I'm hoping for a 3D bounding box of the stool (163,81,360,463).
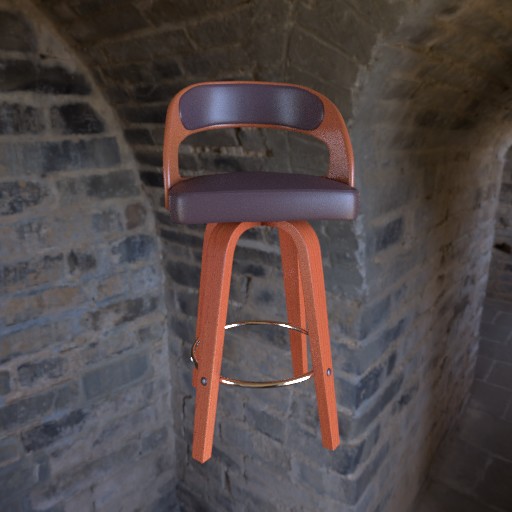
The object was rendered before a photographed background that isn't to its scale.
[{"bbox_3d":[0.000,0.000,1.202,0.457,0.940,0.457,-2,15,-8],"label":"stool"}]
